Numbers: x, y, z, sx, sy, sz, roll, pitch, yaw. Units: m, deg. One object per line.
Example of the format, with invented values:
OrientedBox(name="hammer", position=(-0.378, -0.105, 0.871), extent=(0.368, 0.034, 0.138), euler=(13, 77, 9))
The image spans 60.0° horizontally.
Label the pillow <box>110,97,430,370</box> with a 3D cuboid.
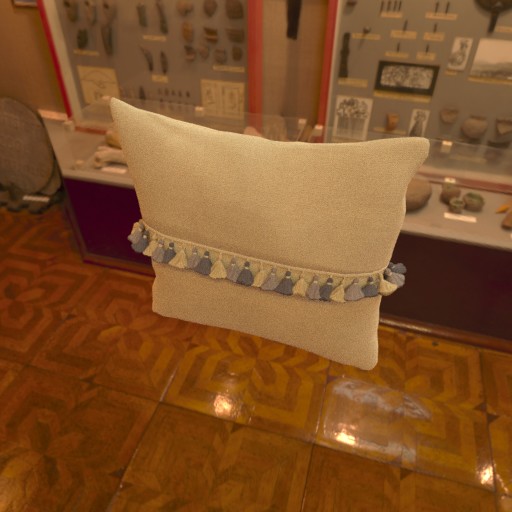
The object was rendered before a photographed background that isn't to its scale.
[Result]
OrientedBox(name="pillow", position=(0.000, 0.000, 0.758), extent=(0.489, 0.481, 0.165), euler=(12, 42, 14))
